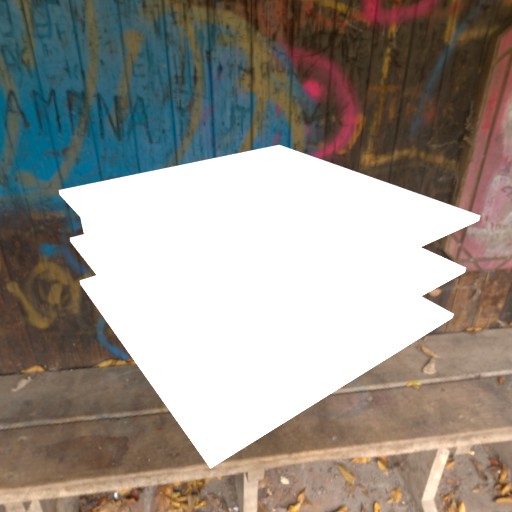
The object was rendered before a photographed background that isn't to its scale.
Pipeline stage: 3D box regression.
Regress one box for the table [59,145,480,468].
[{"bbox_3d":[0.000,0.000,1.104,0.700,0.289,0.700,-20,35,-31],"label":"table"}]
